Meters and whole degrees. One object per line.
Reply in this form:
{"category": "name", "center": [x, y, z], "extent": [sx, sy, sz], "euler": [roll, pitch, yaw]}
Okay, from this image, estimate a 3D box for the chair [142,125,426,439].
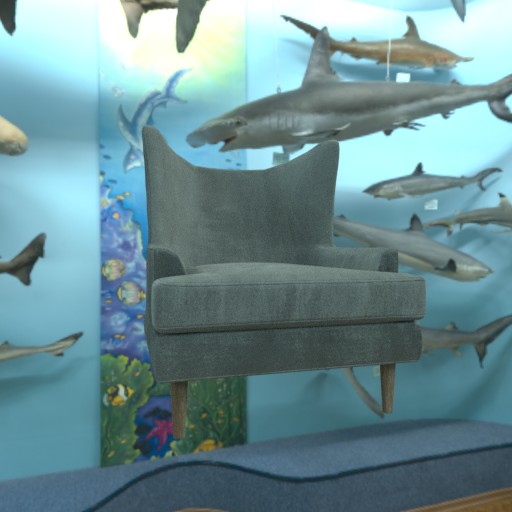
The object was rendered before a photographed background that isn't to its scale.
{"category": "chair", "center": [0.000, 0.000, 1.596], "extent": [0.784, 0.950, 0.906], "euler": [0, 1, -16]}
